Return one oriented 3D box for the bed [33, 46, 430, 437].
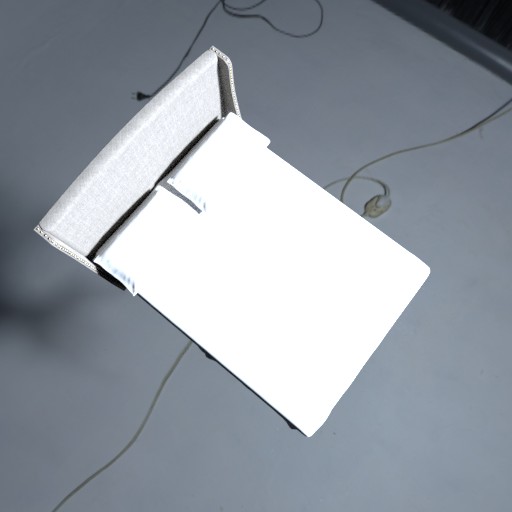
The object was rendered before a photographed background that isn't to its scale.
[{"bbox_3d":[0.000,0.000,3.332,2.237,1.407,1.710,38,79,9],"label":"bed"}]
